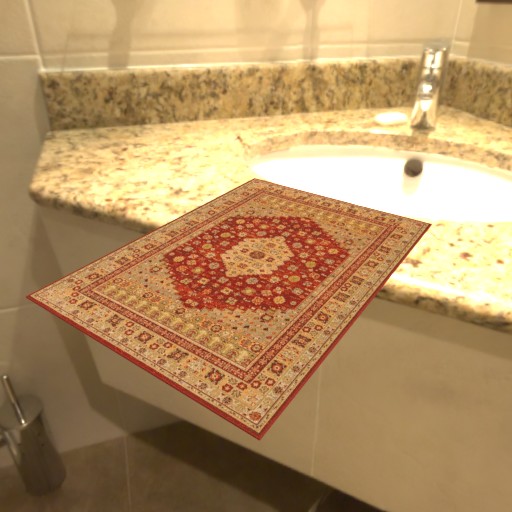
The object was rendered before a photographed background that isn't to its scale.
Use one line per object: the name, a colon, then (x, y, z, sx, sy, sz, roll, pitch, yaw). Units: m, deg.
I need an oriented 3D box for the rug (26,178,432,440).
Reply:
rug: (0.000, 0.000, 2.859, 1.593, 0.013, 2.211, 20, 36, 30)
